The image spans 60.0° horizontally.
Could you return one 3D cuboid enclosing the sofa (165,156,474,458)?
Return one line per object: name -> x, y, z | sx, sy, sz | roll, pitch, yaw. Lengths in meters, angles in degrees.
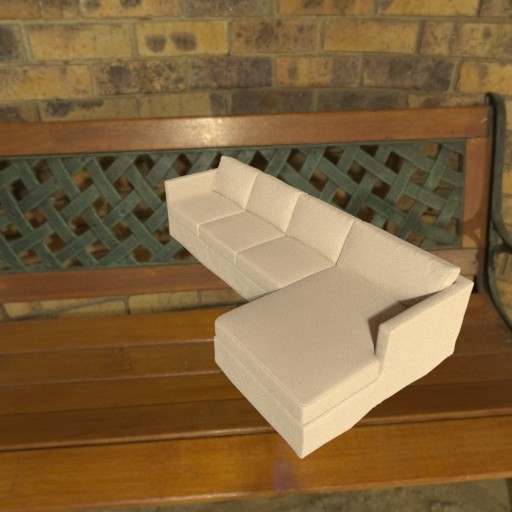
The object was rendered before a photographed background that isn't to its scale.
sofa -> 0.000, 0.000, 4.000 | 1.622, 0.871, 3.206 | -20, 36, -30
